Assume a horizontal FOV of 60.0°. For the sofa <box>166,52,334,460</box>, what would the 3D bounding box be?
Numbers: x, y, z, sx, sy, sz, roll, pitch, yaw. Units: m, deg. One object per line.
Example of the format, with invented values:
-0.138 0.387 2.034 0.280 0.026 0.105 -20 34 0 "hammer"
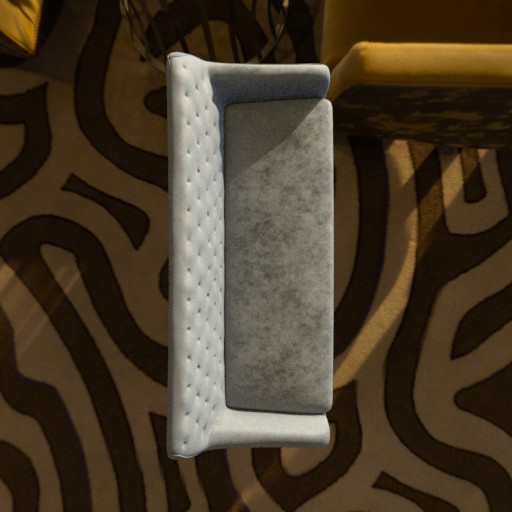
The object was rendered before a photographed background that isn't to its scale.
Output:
0.000 0.000 2.406 0.841 0.832 1.975 0 90 0 "sofa"
